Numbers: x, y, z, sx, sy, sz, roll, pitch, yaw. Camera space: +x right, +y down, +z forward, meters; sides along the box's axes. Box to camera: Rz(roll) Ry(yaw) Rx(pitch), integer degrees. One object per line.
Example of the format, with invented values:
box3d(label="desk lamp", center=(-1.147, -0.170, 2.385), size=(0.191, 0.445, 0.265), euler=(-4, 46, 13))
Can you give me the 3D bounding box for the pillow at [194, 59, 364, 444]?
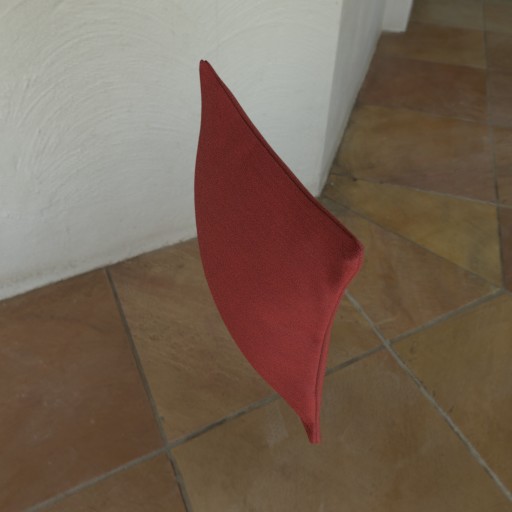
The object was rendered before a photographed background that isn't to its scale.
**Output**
box3d(label="pillow", center=(0.000, 0.000, 0.654), size=(0.151, 0.416, 0.435), euler=(-17, 48, -16))
